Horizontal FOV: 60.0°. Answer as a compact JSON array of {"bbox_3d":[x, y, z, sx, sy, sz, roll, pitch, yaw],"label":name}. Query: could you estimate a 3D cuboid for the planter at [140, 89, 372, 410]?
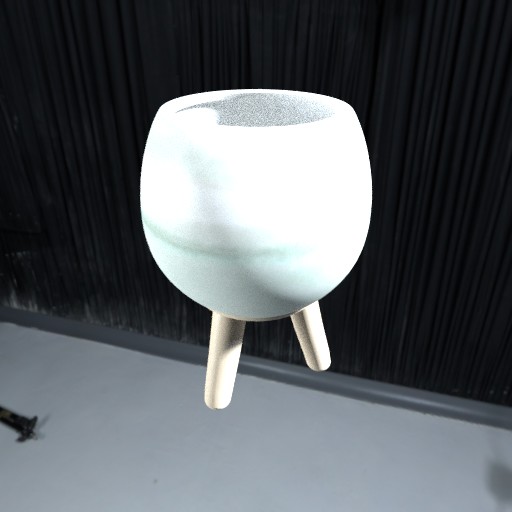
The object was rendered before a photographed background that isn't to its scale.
[{"bbox_3d":[0.000,0.000,0.342,0.161,0.224,0.161,0,30,0],"label":"planter"}]
